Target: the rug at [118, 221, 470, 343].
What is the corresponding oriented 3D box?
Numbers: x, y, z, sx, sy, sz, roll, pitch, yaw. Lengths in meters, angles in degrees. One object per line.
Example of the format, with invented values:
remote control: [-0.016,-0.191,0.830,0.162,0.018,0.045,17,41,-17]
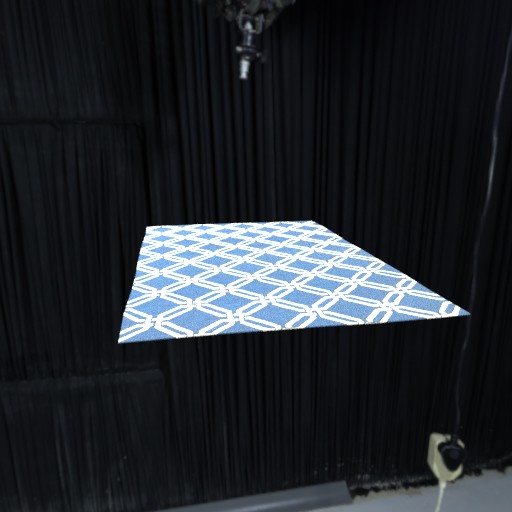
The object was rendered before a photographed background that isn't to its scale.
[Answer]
rug: [0.000,0.000,2.212,1.153,0.010,1.755,-3,15,-10]
